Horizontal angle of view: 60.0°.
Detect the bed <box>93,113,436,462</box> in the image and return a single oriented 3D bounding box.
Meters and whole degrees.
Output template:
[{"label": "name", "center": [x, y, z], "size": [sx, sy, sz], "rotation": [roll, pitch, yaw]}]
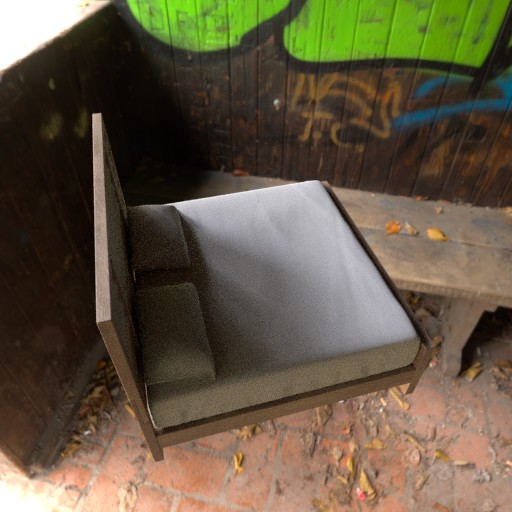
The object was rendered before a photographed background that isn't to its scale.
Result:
[{"label": "bed", "center": [0.000, 0.000, 3.434], "size": [2.032, 1.626, 2.032], "rotation": [-11, 46, -11]}]
